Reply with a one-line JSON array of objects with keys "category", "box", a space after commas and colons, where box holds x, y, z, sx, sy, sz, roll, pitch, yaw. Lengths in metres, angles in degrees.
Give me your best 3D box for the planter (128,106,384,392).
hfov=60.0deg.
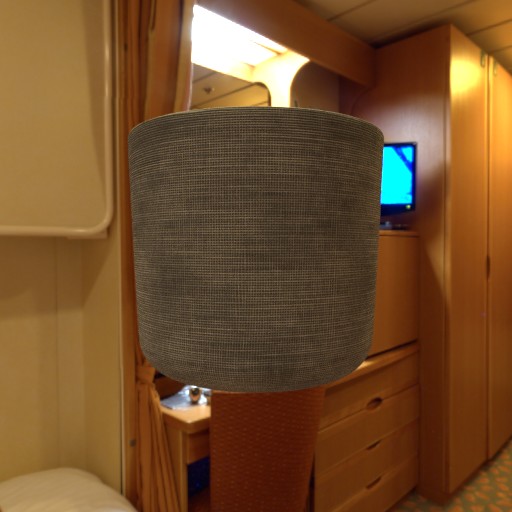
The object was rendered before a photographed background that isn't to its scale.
[{"category": "planter", "box": [0.000, 0.000, 0.796, 0.440, 0.398, 0.440, 0, 1, 0]}]
